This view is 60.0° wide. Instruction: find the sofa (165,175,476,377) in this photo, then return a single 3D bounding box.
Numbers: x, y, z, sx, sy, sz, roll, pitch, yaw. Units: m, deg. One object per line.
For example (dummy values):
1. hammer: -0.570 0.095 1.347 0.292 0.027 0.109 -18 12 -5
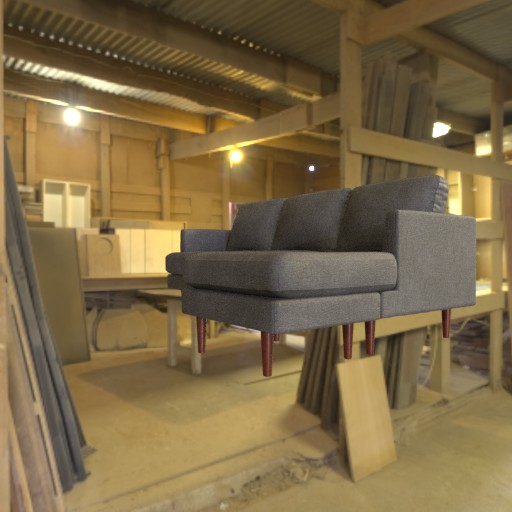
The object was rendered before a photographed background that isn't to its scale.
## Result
1. sofa: 0.000 0.000 2.975 1.504 0.956 2.233 0 0 -37
